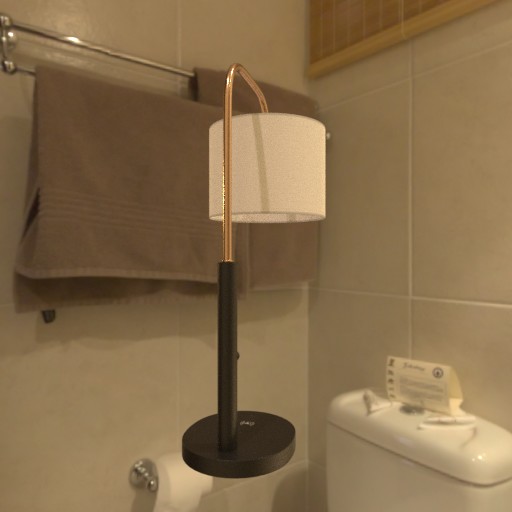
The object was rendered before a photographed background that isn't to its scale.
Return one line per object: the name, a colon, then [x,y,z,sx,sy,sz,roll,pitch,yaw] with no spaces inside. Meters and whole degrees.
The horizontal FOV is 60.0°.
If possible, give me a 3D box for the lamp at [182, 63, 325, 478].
lamp: [0.000,0.000,0.702,0.199,0.540,0.337,0,0,16]
